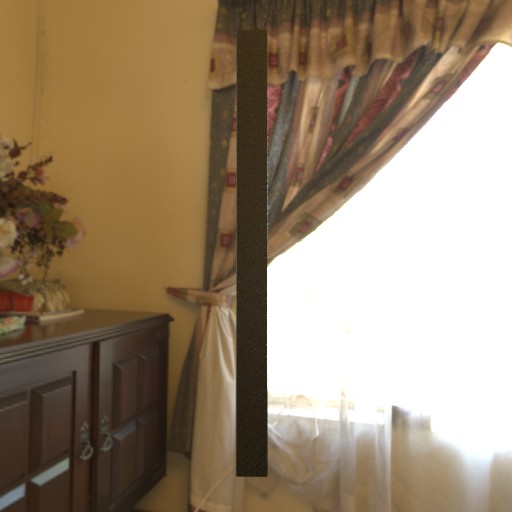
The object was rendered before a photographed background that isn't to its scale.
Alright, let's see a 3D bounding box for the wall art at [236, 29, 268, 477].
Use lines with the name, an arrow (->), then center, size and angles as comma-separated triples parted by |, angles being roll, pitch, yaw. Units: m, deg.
wall art -> 0.000, 0.000, 0.755 | 0.036, 0.508, 0.508 | 0, -1, 1
